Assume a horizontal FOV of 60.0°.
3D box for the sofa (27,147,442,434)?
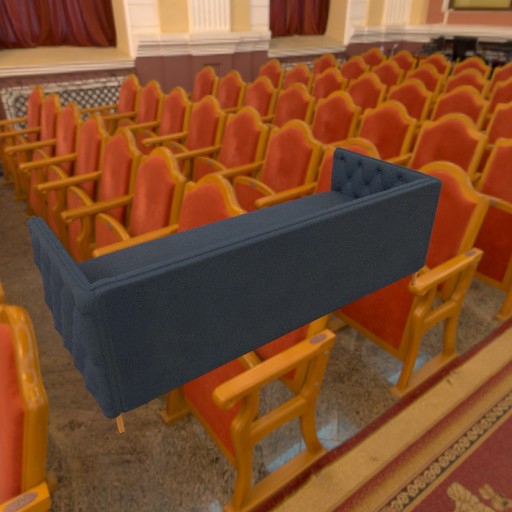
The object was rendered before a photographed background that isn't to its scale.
[{"bbox_3d":[0.000,0.000,2.592,2.209,0.771,0.895,-19,35,-31],"label":"sofa"}]
